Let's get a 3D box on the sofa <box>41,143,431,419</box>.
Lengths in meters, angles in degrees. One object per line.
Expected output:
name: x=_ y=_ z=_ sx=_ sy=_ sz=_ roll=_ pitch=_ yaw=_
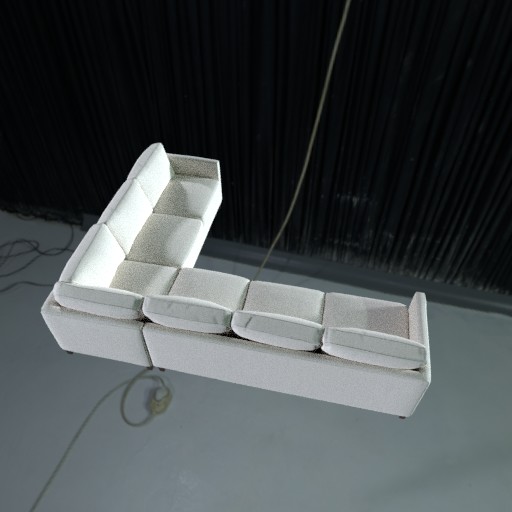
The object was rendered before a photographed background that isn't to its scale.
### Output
sofa: x=0.000 y=0.000 z=4.607 sx=3.302 sy=0.947 sz=2.593 roll=9 pitch=47 yaw=8
